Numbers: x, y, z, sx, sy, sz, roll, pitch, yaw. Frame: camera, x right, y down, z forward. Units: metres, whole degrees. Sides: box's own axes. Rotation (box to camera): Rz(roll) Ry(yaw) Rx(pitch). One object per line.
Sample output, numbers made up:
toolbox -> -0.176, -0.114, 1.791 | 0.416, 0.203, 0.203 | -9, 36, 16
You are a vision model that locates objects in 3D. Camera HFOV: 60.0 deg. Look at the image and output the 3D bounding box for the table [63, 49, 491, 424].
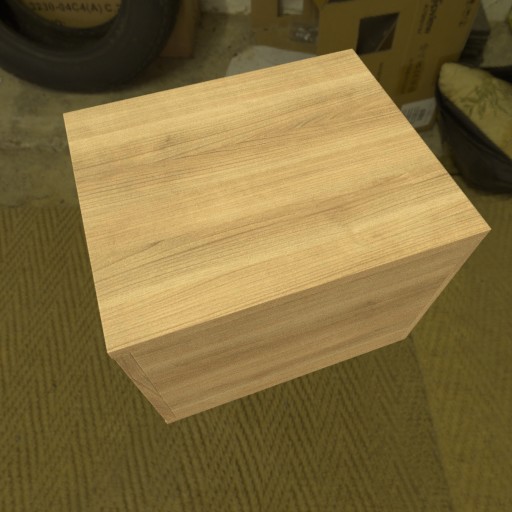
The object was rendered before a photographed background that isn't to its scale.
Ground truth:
table -> 0.000, 0.000, 0.764 | 0.445, 0.460, 0.380 | -17, 60, -10
